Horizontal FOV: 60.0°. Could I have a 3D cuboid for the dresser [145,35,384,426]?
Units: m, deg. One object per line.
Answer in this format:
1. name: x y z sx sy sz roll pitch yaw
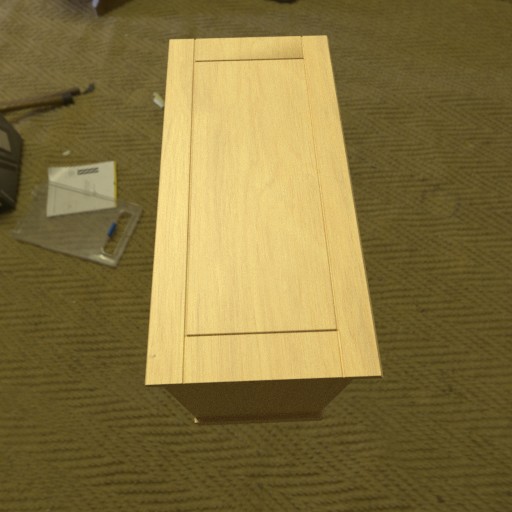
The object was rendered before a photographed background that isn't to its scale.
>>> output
1. dresser: 0.000 0.000 1.377 0.440 0.835 0.915 -2 64 -1
